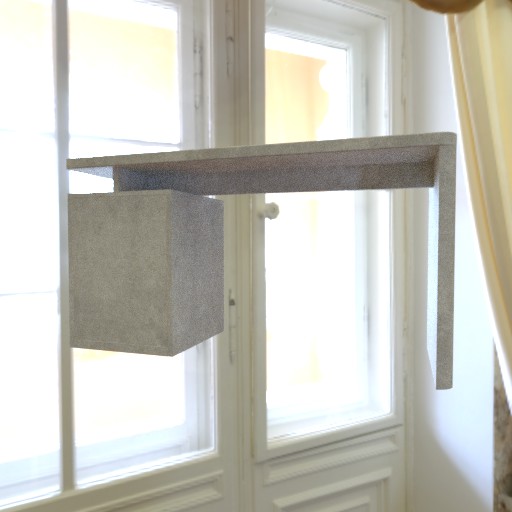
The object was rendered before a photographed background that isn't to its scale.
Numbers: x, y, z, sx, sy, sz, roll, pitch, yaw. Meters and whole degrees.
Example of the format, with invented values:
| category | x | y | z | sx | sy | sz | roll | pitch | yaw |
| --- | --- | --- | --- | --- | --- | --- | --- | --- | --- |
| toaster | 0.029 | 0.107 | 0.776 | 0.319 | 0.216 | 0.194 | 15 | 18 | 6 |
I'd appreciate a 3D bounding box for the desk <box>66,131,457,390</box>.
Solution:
| category | x | y | z | sx | sy | sz | roll | pitch | yaw |
| --- | --- | --- | --- | --- | --- | --- | --- | --- | --- |
| desk | 0.000 | 0.000 | 1.758 | 1.400 | 0.755 | 0.550 | 1 | 2 | 18 |
